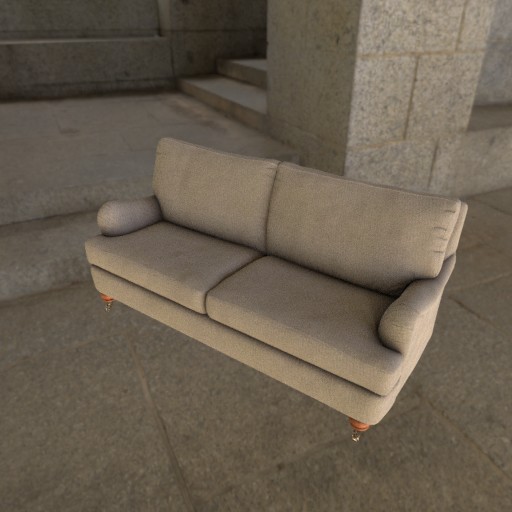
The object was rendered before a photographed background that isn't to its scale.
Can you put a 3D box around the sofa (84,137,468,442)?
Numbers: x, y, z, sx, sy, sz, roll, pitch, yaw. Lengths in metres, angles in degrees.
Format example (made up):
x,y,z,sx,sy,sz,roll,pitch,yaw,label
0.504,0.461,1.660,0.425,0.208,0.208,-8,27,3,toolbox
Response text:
x,y,z,sx,sy,sz,roll,pitch,yaw,label
0.000,0.000,2.810,2.193,1.096,1.069,19,35,30,sofa
